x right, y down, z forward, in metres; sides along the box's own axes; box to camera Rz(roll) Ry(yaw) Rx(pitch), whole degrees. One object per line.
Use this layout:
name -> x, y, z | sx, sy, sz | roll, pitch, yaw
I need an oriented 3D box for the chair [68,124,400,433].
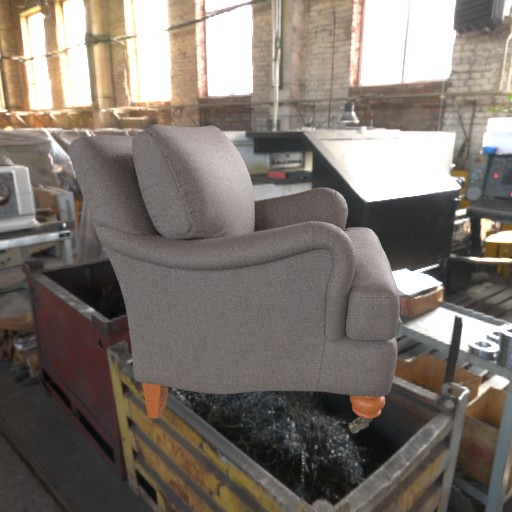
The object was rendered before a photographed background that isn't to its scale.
chair -> 0.000, 0.000, 1.832 | 1.070, 1.038, 0.955 | 3, 16, 9
